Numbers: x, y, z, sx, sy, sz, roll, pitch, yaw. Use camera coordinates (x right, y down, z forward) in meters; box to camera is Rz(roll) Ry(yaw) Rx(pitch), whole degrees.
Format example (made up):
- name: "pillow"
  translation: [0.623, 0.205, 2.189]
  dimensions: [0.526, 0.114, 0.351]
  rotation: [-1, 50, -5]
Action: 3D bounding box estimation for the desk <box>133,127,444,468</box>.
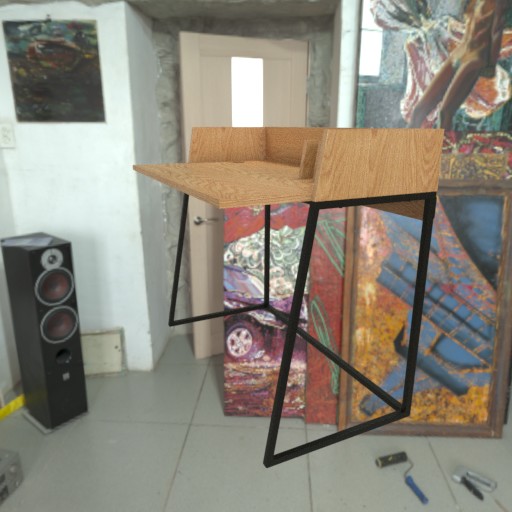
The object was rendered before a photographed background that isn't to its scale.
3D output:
- name: "desk"
  translation: [0.000, 0.000, 1.910]
  dimensions: [0.769, 1.061, 1.191]
  rotation: [-8, 18, -25]
